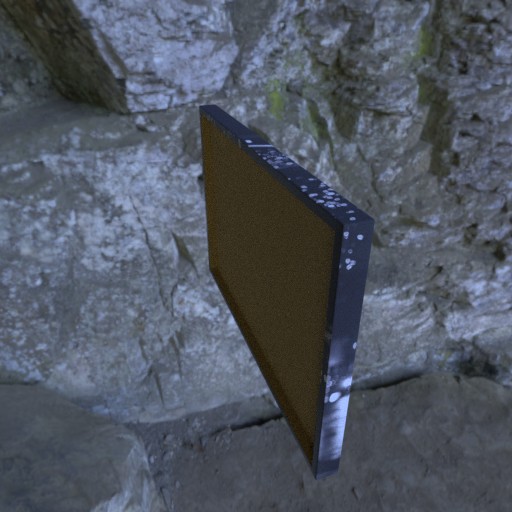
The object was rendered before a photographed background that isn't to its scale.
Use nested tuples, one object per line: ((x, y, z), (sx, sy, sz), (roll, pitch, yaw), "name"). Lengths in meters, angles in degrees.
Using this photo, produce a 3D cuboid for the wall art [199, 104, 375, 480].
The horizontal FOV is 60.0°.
((0.000, 0.000, 0.787), (0.037, 0.406, 0.609), (-10, 31, -17), "wall art")
